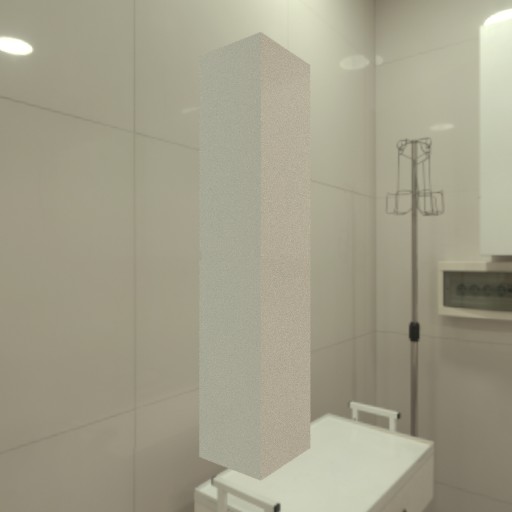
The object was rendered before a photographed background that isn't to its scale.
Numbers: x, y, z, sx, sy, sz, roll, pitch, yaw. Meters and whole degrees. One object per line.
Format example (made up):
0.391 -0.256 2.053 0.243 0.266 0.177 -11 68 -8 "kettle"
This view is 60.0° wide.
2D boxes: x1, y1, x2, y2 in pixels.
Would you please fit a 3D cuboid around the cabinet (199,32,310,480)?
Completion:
0.000 0.000 1.584 0.270 1.400 0.300 0 0 38 "cabinet"
